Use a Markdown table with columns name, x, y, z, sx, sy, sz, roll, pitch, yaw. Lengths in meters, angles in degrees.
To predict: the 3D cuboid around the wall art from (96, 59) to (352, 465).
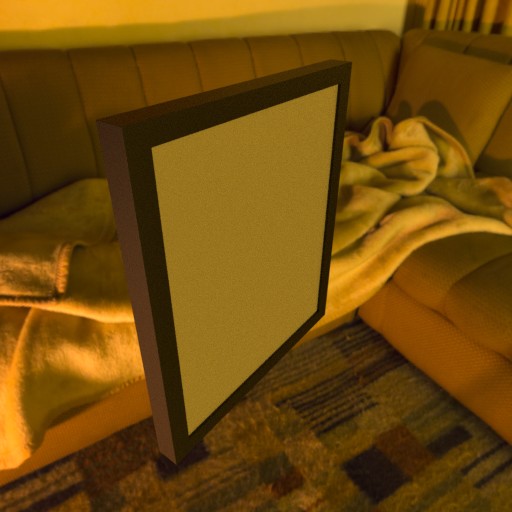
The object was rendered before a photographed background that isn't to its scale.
| name | x | y | z | sx | sy | sz | roll | pitch | yaw |
| --- | --- | --- | --- | --- | --- | --- | --- | --- | --- |
| wall art | 0.000 | 0.000 | 0.515 | 0.029 | 0.381 | 0.330 | 22 | 39 | 31 |
